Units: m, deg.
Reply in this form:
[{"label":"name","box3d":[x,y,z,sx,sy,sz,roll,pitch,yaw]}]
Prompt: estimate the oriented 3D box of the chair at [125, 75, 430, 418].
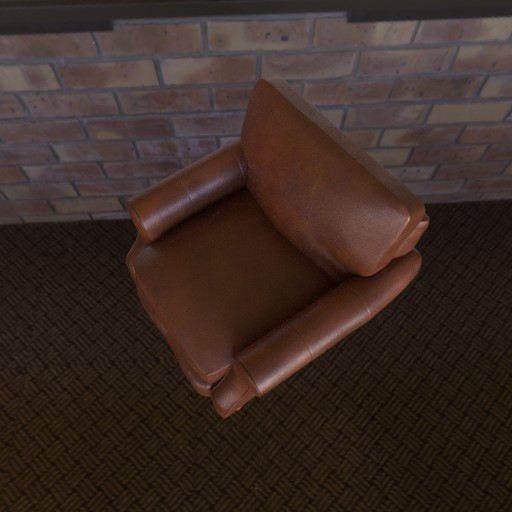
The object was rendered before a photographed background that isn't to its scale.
[{"label":"chair","box3d":[0.000,0.000,1.853,0.992,0.972,0.989,-32,67,-16]}]
